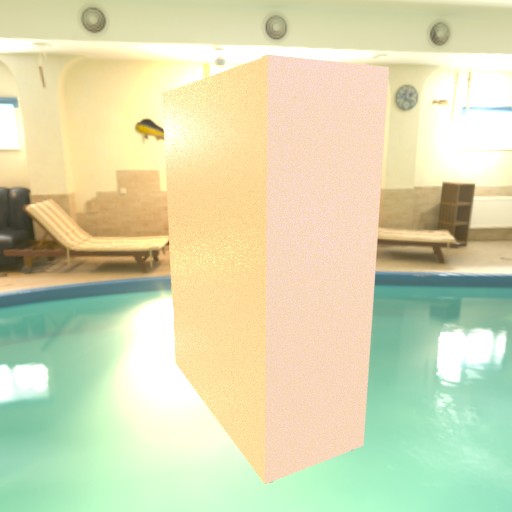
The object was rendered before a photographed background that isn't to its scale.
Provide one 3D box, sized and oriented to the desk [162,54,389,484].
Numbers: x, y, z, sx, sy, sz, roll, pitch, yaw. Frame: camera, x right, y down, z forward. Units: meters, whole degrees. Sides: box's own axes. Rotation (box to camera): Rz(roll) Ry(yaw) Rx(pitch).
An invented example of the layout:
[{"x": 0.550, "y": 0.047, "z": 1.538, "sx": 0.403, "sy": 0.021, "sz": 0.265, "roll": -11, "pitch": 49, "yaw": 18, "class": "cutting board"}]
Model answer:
[{"x": 0.000, "y": 0.000, "z": 1.617, "sx": 0.390, "sy": 1.190, "sz": 0.850, "roll": -7, "pitch": 16, "yaw": -27, "class": "desk"}]
